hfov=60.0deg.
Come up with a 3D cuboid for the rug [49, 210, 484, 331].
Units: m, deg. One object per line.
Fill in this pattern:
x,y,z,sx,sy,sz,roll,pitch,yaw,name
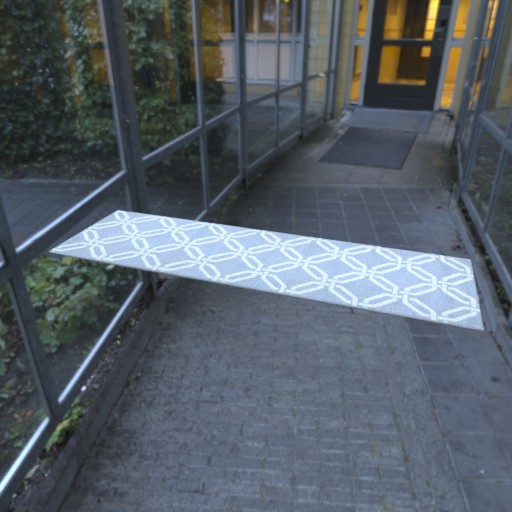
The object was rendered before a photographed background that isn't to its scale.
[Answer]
0.000,0.000,2.489,2.276,0.014,0.678,9,29,17,rug
